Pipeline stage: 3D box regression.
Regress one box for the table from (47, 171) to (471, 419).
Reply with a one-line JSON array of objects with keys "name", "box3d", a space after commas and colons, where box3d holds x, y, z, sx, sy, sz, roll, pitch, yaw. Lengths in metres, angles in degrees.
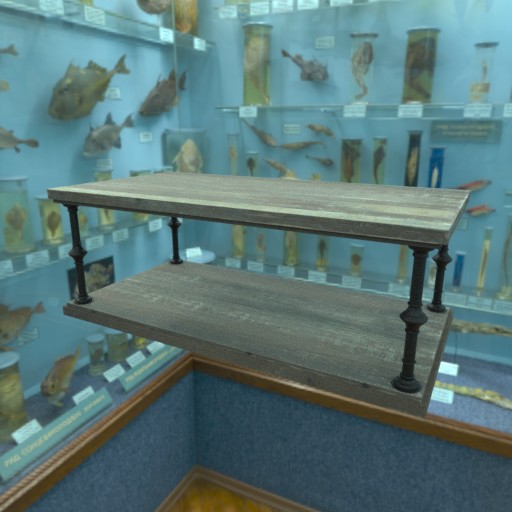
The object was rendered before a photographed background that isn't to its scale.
[{"name": "table", "box3d": [0.000, 0.000, 1.333, 1.088, 0.399, 0.554, 9, 19, 27]}]
